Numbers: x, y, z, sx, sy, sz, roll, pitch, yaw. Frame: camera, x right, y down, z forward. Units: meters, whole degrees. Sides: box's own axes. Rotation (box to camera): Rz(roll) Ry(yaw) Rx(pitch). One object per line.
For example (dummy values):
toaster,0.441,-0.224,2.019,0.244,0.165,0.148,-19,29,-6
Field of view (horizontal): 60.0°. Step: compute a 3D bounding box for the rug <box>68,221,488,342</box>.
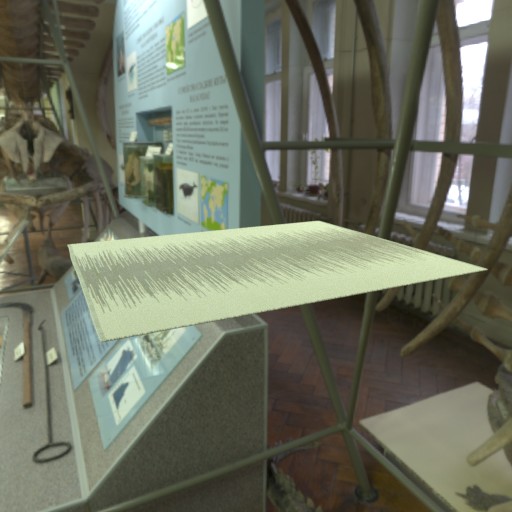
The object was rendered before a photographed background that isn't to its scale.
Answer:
rug,0.000,0.000,4.034,3.037,0.010,2.453,-7,16,-25
